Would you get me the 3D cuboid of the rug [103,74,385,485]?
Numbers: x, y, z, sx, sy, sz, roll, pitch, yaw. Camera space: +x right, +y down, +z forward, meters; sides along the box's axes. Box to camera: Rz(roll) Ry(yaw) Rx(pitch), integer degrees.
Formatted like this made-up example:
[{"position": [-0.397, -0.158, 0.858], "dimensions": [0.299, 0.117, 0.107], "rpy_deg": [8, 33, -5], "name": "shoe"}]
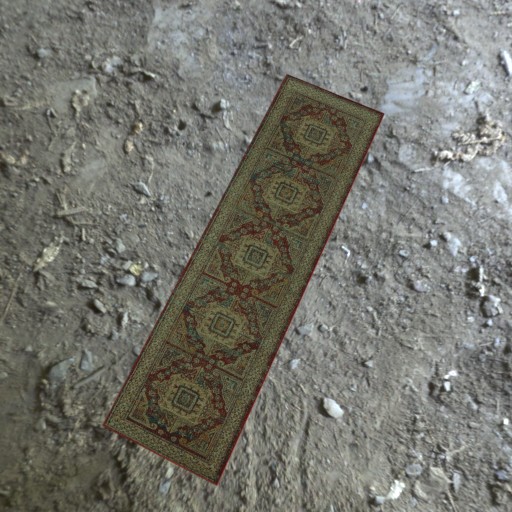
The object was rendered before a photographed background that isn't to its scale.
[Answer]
[{"position": [0.000, 0.000, 2.487], "dimensions": [0.659, 0.015, 2.292], "rpy_deg": [25, 77, 6], "name": "rug"}]
